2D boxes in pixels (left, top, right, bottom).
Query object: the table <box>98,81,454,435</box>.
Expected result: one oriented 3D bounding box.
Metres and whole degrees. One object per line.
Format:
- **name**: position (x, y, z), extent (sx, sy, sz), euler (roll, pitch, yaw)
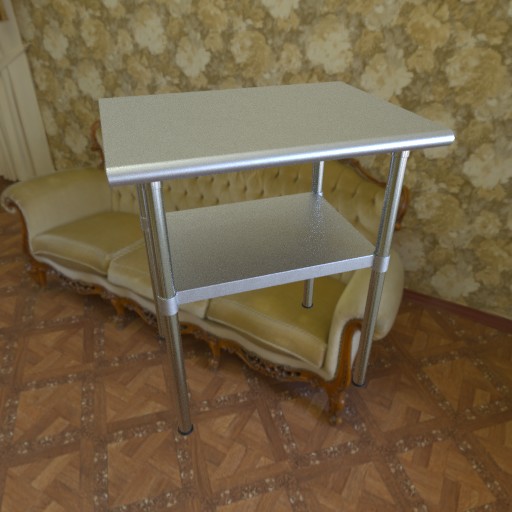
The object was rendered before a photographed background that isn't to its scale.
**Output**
- **table**: position (0.000, 0.000, 1.373), extent (0.762, 0.876, 0.584), euler (-10, 34, -15)
